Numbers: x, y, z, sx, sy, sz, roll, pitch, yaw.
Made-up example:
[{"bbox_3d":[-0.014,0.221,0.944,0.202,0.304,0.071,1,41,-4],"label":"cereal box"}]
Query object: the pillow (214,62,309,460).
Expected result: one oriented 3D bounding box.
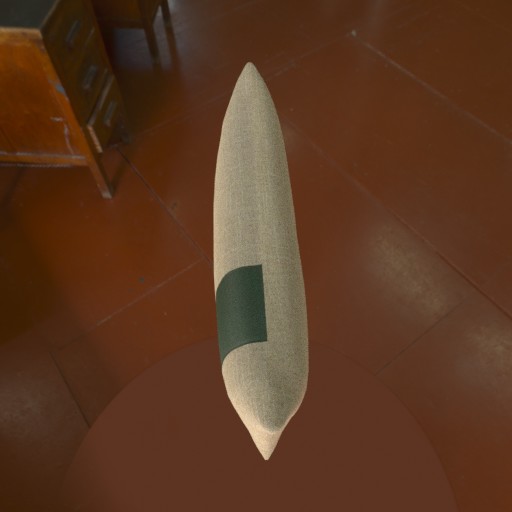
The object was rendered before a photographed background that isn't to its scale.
[{"bbox_3d":[0.000,0.000,1.046,0.197,0.429,0.859,-2,59,-1],"label":"pillow"}]
